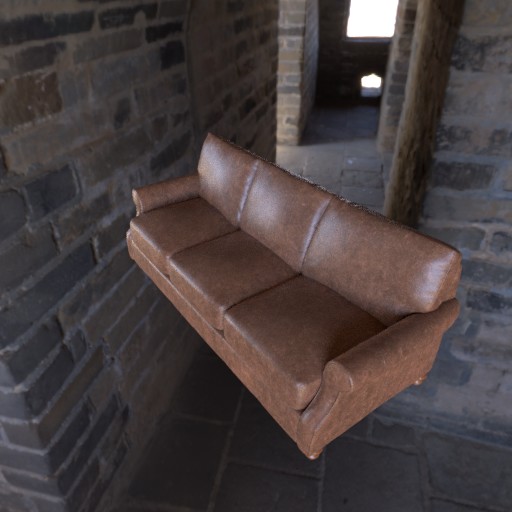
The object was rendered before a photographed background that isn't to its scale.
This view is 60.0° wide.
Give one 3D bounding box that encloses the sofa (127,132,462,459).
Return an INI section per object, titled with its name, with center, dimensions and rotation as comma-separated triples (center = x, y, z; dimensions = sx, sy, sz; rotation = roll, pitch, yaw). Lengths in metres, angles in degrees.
[sofa]
center = 0.000, 0.000, 2.828
dimensions = 0.973, 0.977, 2.351
rotation = -21, 38, -29
